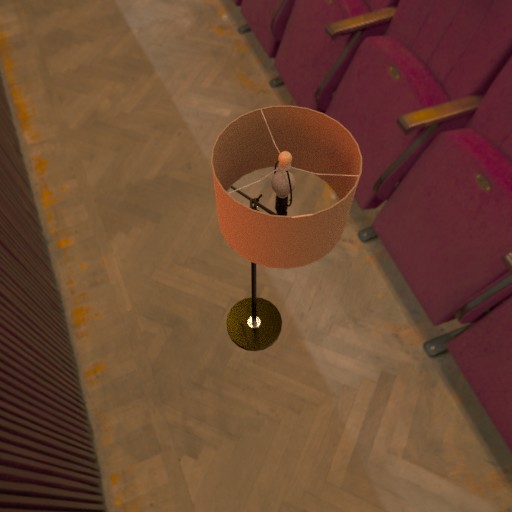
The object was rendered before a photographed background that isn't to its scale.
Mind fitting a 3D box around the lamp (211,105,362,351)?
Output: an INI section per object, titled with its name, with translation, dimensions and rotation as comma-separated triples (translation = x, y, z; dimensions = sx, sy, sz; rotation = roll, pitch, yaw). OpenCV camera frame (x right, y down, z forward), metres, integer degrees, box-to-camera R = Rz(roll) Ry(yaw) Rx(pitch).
[lamp]
translation = 0.000, 0.000, 1.896
dimensions = 0.373, 1.635, 0.809
rotation = -17, 60, -10
